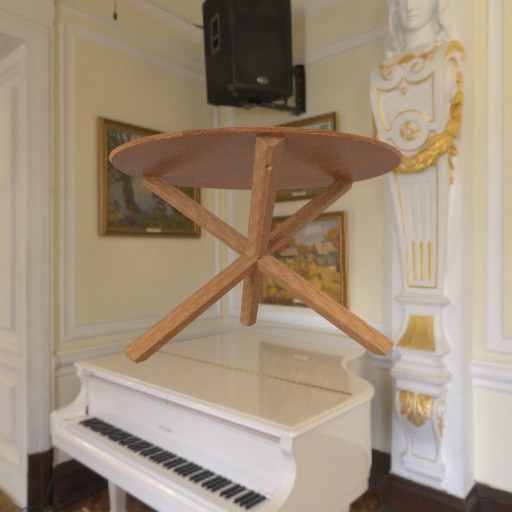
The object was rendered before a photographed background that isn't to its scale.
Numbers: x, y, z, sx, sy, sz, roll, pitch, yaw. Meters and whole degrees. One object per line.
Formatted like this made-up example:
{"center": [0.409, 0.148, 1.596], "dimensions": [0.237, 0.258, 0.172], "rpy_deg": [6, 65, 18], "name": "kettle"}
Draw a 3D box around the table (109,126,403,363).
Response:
{"center": [0.000, 0.000, 1.651], "dimensions": [1.038, 0.666, 1.038], "rpy_deg": [0, 0, 0], "name": "table"}
